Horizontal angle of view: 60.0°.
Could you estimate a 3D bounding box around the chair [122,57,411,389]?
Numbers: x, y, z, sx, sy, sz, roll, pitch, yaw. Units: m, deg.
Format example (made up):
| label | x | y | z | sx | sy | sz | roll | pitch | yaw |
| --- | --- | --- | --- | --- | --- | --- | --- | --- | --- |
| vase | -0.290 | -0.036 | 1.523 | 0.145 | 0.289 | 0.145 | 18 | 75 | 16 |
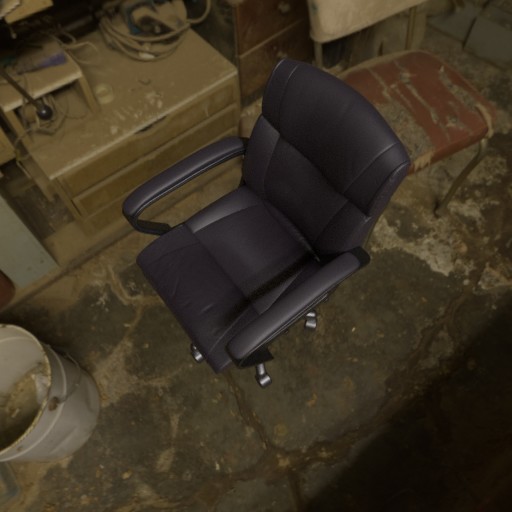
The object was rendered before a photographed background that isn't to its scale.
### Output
| label | x | y | z | sx | sy | sz | roll | pitch | yaw |
| --- | --- | --- | --- | --- | --- | --- | --- | --- | --- |
| chair | 0.000 | 0.000 | 1.410 | 0.641 | 0.998 | 0.576 | -34 | 68 | -16 |
